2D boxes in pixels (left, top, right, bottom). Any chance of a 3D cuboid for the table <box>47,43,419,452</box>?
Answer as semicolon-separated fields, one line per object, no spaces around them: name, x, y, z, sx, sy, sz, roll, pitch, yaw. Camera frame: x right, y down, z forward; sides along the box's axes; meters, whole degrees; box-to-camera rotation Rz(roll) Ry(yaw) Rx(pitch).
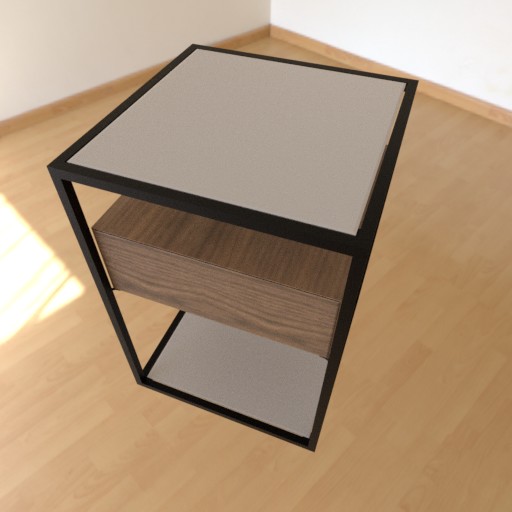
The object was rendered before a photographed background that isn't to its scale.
table;0.000;0.000;0.787;0.378;0.540;0.378;16;49;14
